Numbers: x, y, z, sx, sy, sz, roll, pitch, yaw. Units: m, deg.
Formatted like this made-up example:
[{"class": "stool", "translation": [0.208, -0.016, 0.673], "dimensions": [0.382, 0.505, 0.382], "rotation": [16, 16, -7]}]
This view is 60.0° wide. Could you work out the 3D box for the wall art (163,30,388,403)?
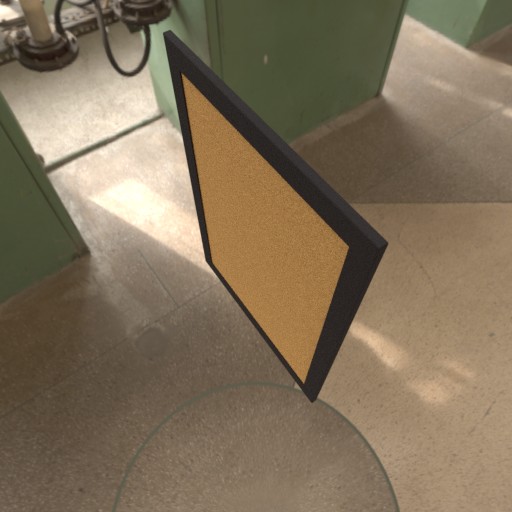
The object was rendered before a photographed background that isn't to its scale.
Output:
[{"class": "wall art", "translation": [0.000, 0.000, 0.674], "dimensions": [0.012, 0.529, 0.374], "rotation": [-31, 63, -18]}]
